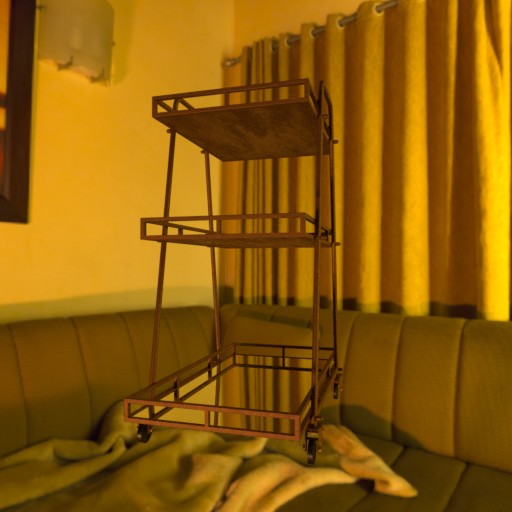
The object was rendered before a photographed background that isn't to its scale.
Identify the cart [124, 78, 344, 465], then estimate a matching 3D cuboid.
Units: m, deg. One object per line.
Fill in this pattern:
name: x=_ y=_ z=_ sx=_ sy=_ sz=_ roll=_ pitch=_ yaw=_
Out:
cart: x=0.000 y=0.000 z=1.241 sx=0.441 sy=0.883 sz=0.711 roll=0 pitch=-1 yaw=16
